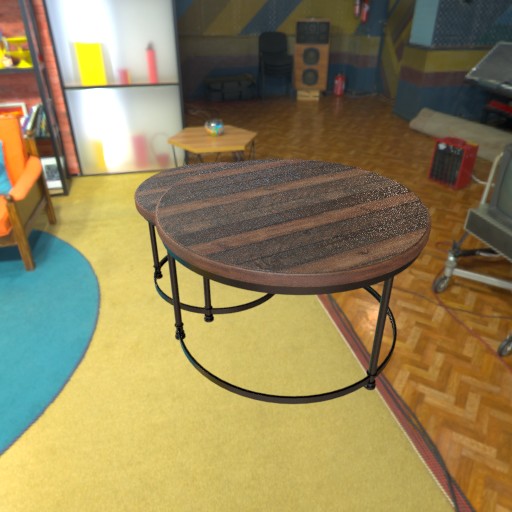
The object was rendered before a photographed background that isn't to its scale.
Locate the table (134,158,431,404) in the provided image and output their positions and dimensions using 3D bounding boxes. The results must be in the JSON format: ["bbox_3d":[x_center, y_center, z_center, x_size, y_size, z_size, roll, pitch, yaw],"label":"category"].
[{"bbox_3d":[0.000,0.000,1.645,1.152,0.516,0.870,21,37,31],"label":"table"}]
